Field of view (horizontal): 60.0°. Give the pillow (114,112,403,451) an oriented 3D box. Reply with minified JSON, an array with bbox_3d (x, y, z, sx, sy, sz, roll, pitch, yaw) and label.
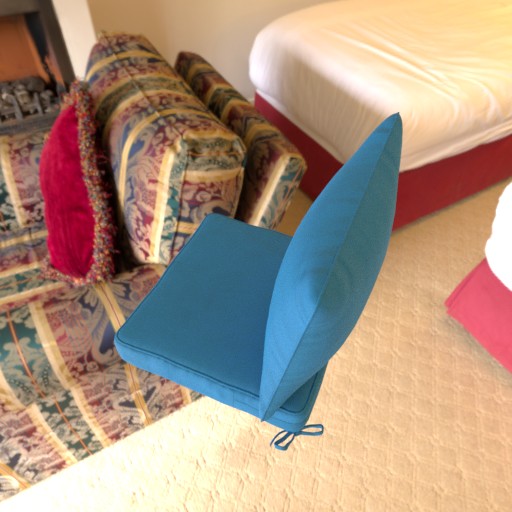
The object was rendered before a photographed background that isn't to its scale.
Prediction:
[{"bbox_3d":[0.000,0.000,1.364,0.733,0.725,0.798,18,49,16],"label":"pillow"}]
